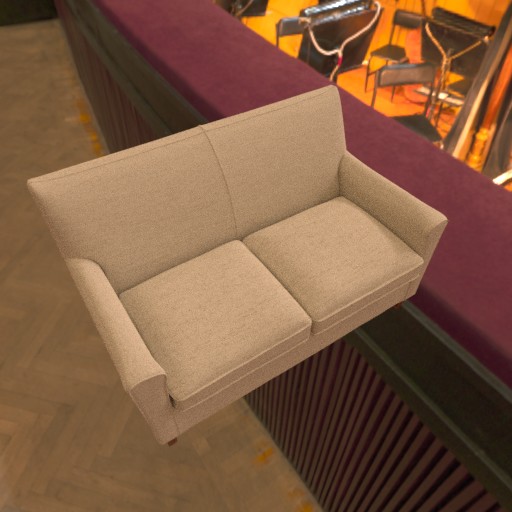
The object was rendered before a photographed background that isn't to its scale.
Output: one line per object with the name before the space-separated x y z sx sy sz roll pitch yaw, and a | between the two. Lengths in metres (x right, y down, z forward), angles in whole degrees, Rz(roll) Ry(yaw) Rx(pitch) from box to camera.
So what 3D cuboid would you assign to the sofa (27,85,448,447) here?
sofa | 0.000 0.000 1.984 1.482 0.892 0.891 -25 51 -22
